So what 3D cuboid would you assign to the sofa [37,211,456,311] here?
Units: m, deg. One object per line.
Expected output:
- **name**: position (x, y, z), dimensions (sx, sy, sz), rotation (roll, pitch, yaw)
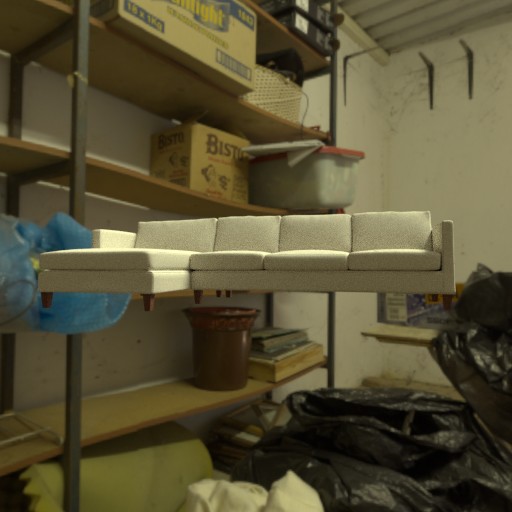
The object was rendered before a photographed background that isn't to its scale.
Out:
- **sofa**: position (0.000, 0.000, 3.874), dimensions (3.186, 0.846, 1.625), rotation (0, -1, 16)
